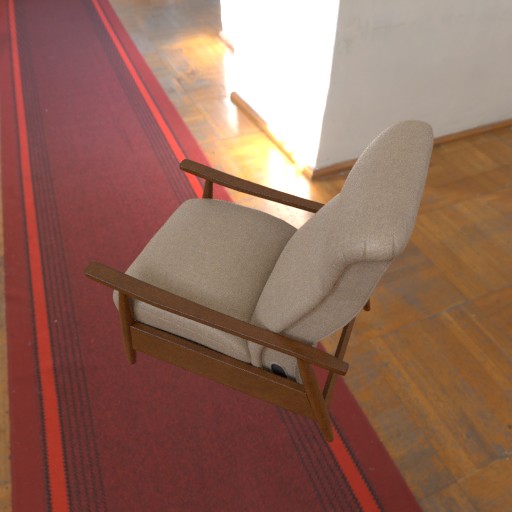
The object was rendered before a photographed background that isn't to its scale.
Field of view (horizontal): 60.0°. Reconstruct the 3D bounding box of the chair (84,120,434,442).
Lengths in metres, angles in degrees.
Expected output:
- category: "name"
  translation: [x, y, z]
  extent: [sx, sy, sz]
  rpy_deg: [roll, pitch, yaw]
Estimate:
- category: "chair"
  translation: [0.000, 0.000, 1.744]
  extent: [1.030, 1.082, 0.762]
  rpy_deg: [16, 48, 15]
